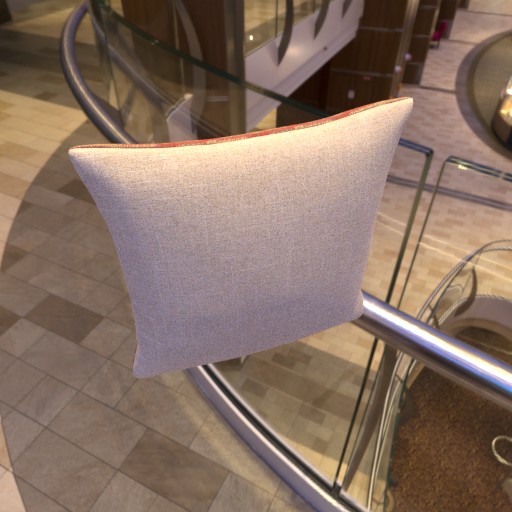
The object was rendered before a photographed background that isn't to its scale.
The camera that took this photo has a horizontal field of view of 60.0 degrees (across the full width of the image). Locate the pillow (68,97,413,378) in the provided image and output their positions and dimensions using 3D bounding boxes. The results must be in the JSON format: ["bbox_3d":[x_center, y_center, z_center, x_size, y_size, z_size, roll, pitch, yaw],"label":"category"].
[{"bbox_3d":[0.000,0.000,0.780,0.511,0.503,0.182,-13,43,-14],"label":"pillow"}]
